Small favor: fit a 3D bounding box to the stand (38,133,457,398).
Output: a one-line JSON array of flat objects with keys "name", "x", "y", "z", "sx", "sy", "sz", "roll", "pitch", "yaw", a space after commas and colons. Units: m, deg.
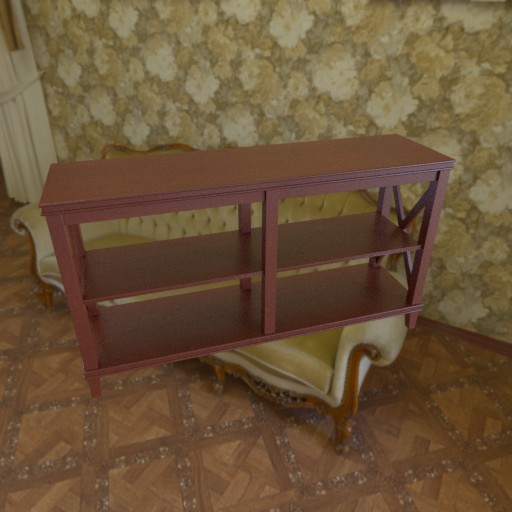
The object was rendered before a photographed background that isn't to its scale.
[{"name": "stand", "x": 0.000, "y": 0.000, "z": 1.741, "sx": 1.372, "sy": 0.762, "sz": 0.381, "roll": -9, "pitch": 31, "yaw": -15}]
